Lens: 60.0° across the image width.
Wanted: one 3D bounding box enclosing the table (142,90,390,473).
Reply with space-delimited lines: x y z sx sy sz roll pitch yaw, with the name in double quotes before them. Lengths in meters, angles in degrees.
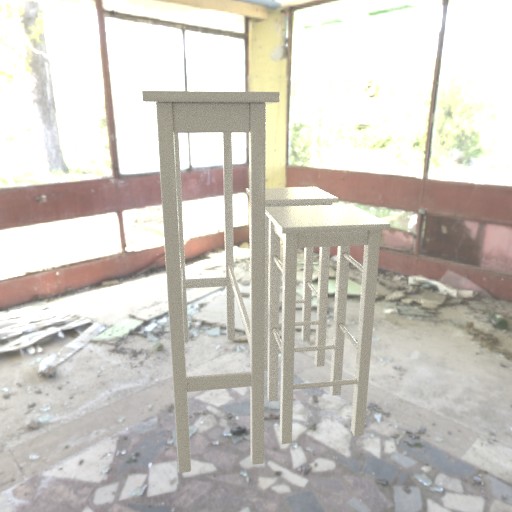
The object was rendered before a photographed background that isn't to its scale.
"table" 0.000 0.000 1.609 0.650 1.065 0.915 -3 17 -8
